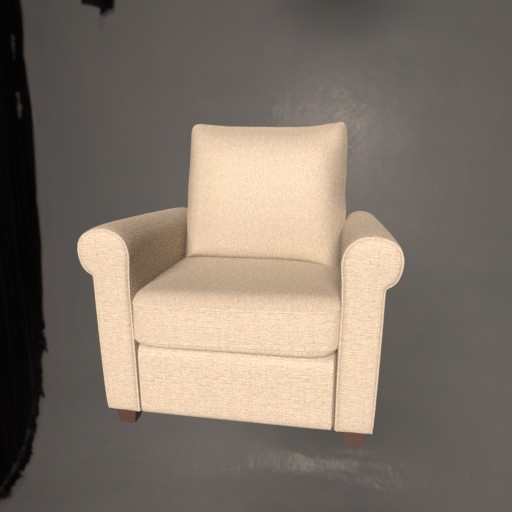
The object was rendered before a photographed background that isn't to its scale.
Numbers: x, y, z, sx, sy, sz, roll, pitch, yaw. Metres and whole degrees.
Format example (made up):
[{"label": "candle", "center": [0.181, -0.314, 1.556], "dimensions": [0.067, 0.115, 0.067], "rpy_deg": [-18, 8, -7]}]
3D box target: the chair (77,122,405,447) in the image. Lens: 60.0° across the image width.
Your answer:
[{"label": "chair", "center": [0.000, 0.000, 2.262], "dimensions": [1.275, 1.349, 1.180], "rpy_deg": [2, 13, 10]}]
